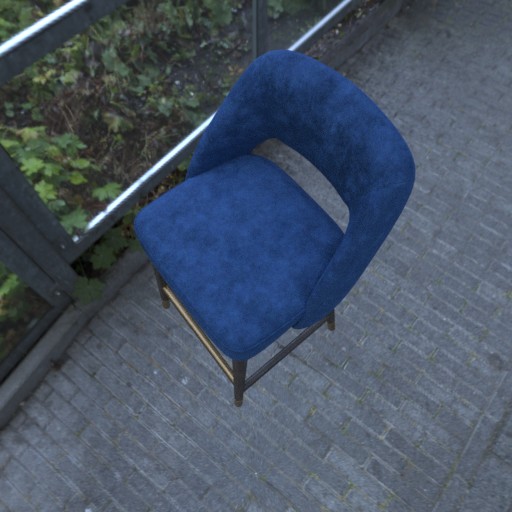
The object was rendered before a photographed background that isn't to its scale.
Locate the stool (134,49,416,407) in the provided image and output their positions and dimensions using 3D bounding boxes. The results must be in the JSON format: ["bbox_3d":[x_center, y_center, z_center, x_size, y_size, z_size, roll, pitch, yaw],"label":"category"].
[{"bbox_3d":[0.000,0.000,1.226,0.524,0.925,0.536,-35,69,-16],"label":"stool"}]
